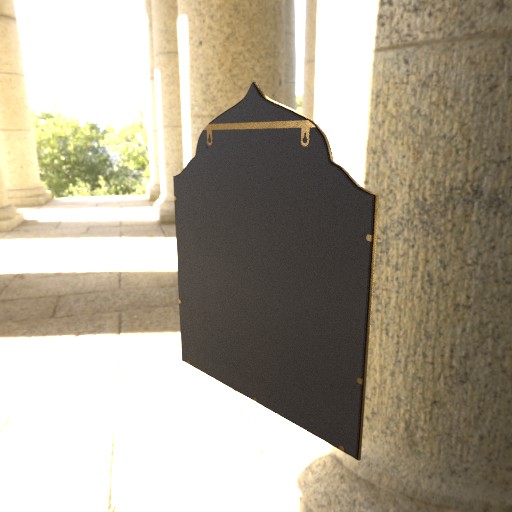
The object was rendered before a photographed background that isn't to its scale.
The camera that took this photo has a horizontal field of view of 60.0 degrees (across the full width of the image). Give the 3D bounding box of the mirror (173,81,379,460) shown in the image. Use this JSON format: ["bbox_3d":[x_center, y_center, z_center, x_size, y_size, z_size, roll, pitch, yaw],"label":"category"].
[{"bbox_3d":[0.000,0.000,0.863,0.513,0.635,0.018,14,20,43],"label":"mirror"}]
